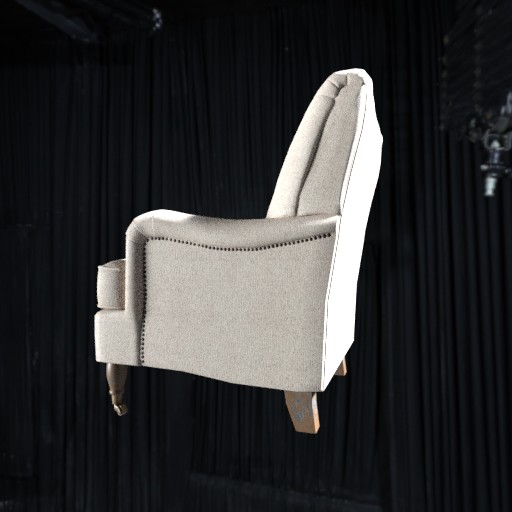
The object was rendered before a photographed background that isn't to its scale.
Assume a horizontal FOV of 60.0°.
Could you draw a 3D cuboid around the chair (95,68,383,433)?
[{"bbox_3d":[0.000,0.000,1.791,0.953,1.119,0.879,0,0,18],"label":"chair"}]
